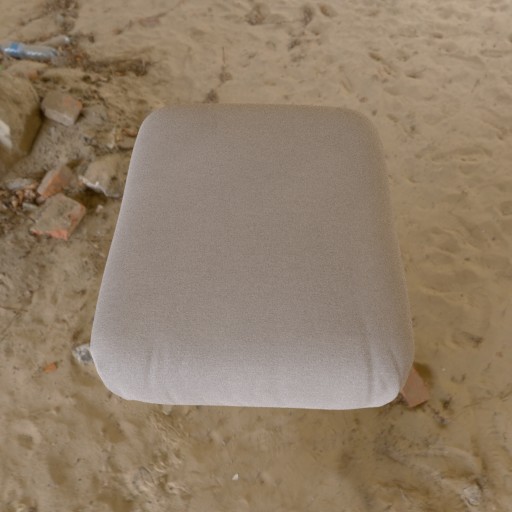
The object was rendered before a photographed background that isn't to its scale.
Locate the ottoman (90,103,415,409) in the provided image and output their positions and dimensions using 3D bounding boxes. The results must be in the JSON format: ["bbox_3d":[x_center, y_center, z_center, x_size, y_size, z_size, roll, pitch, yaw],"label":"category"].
[{"bbox_3d":[0.000,0.000,1.104,0.622,0.450,0.746,1,58,1],"label":"ottoman"}]
